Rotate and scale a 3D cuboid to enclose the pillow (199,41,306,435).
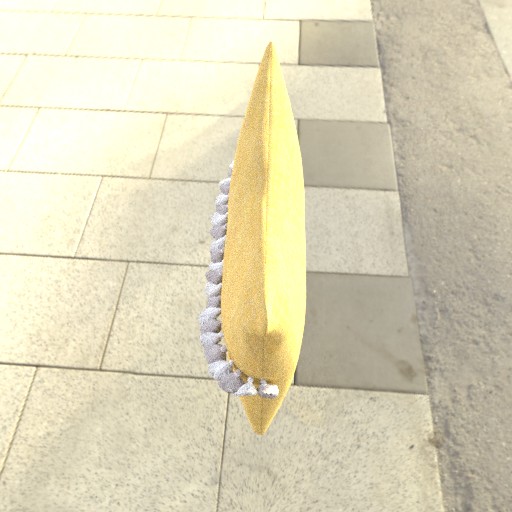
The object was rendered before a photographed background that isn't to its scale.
[{"bbox_3d":[0.000,0.000,0.745,0.167,0.481,0.485,2,57,1],"label":"pillow"}]
